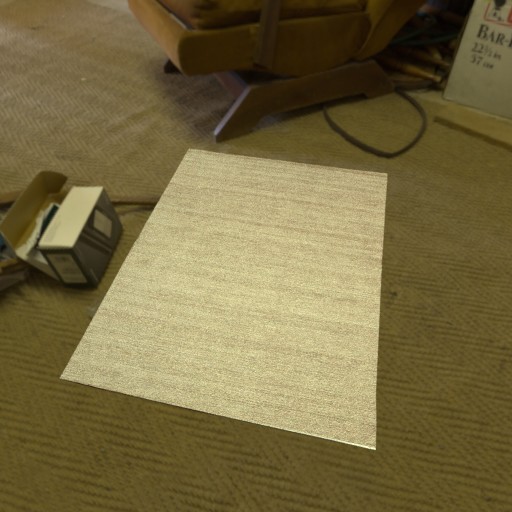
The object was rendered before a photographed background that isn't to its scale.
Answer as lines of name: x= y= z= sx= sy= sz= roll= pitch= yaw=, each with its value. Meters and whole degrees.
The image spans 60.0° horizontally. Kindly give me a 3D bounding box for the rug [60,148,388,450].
rug: x=0.000 y=0.000 z=4.306 sx=2.434 sy=0.045 sz=3.202 roll=10 pitch=49 yaw=9
